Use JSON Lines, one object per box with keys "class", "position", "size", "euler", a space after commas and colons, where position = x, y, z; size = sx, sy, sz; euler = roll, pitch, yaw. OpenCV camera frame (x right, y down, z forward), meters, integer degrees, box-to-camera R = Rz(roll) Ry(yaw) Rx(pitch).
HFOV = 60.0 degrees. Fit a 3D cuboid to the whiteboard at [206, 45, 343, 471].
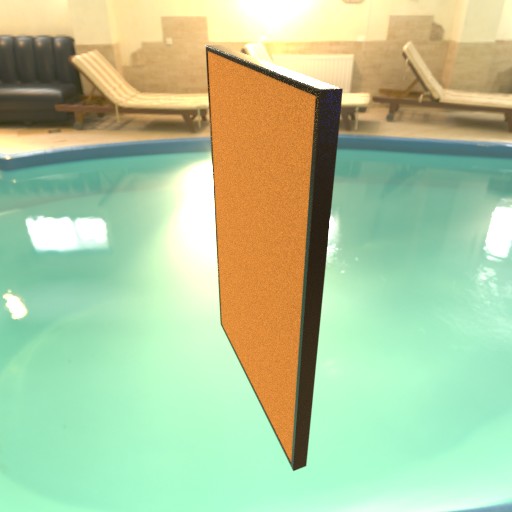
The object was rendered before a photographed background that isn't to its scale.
{"class": "whiteboard", "position": [0.000, 0.000, 0.750], "size": [0.026, 0.611, 0.406], "euler": [-11, 33, -18]}
